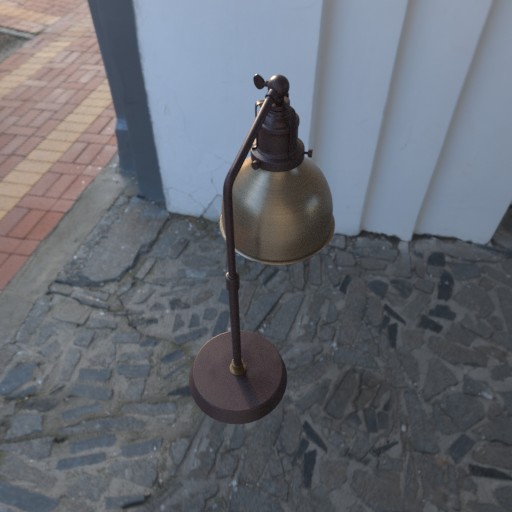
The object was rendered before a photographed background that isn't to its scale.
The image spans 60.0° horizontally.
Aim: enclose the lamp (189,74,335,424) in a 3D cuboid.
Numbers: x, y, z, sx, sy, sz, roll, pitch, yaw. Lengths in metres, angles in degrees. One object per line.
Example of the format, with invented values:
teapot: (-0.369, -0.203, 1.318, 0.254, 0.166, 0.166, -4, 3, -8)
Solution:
lamp: (0.000, 0.000, 0.620, 0.175, 0.469, 0.298, 23, 51, 20)
